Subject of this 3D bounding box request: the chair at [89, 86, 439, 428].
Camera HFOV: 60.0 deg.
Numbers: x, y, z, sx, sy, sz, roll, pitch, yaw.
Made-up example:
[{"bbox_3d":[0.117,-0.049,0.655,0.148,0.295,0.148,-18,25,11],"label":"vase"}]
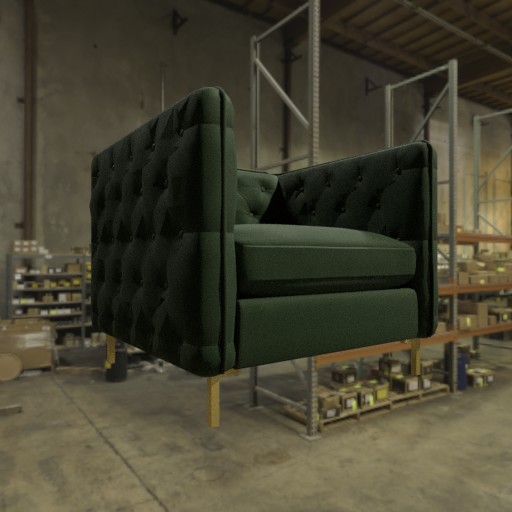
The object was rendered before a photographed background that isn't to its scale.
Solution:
[{"bbox_3d":[0.000,0.000,1.515,0.917,0.768,0.855,0,0,-36],"label":"chair"}]
